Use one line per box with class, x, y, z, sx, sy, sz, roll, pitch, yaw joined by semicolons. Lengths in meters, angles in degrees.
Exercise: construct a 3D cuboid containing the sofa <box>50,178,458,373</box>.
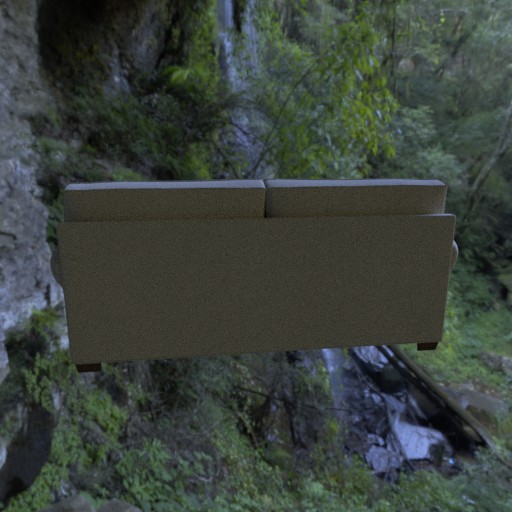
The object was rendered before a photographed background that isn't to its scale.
sofa;0.000;0.000;2.674;2.146;0.962;0.901;-2;14;-8
